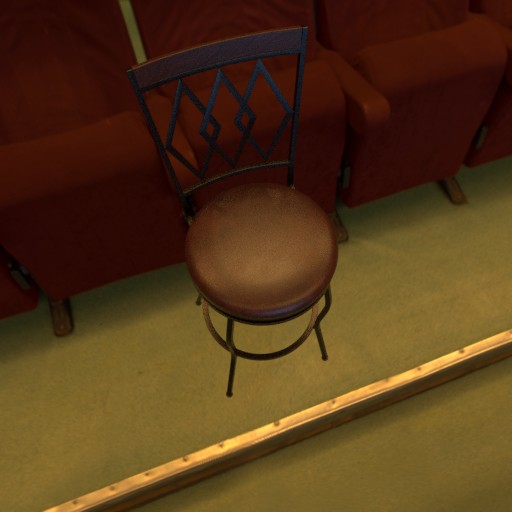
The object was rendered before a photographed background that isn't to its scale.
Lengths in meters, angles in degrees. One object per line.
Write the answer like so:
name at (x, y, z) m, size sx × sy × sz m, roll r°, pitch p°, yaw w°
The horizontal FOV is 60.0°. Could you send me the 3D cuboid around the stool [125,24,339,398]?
stool at (0.000, 0.000, 1.358) m, size 0.432 × 1.134 × 0.521 m, roll -18°, pitch 63°, yaw -10°
